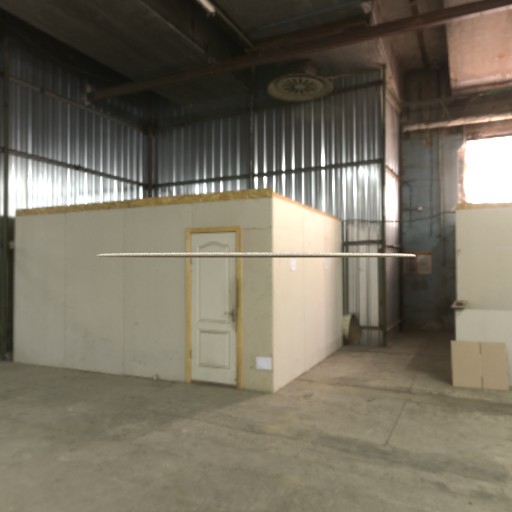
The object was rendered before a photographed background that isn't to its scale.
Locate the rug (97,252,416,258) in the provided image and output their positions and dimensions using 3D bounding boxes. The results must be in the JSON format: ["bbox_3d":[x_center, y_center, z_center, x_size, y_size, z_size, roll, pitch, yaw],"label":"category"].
[{"bbox_3d":[0.000,0.000,2.351,1.593,0.012,1.593,0,0,0],"label":"rug"}]
